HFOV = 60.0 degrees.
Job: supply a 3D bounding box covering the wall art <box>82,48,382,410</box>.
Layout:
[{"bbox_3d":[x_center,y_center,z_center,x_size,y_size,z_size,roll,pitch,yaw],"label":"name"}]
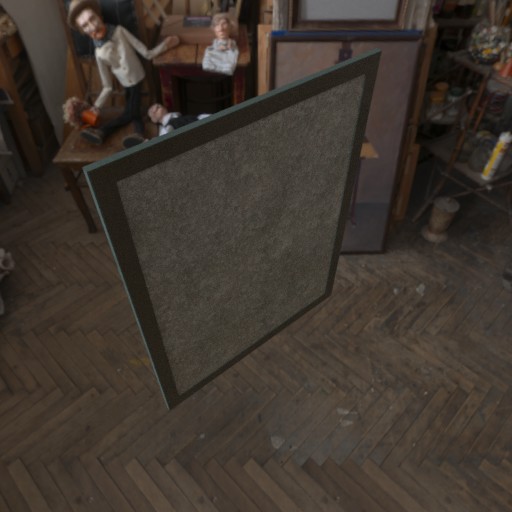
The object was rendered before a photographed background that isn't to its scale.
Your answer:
[{"bbox_3d":[0.000,0.000,1.288,0.767,0.983,0.030,-31,55,-25],"label":"wall art"}]
